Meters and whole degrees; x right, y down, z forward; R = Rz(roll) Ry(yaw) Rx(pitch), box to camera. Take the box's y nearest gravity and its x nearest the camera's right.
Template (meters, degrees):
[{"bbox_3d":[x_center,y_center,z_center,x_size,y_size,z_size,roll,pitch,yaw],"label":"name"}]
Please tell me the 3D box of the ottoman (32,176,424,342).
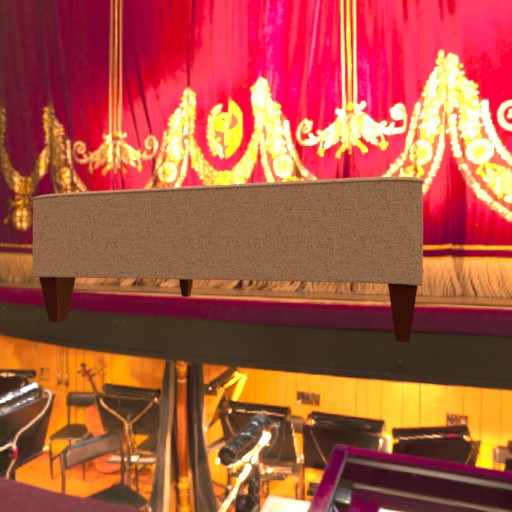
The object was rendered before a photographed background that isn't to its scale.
[{"bbox_3d":[0.000,0.000,1.224,0.835,0.303,0.736,0,0,18],"label":"ottoman"}]
